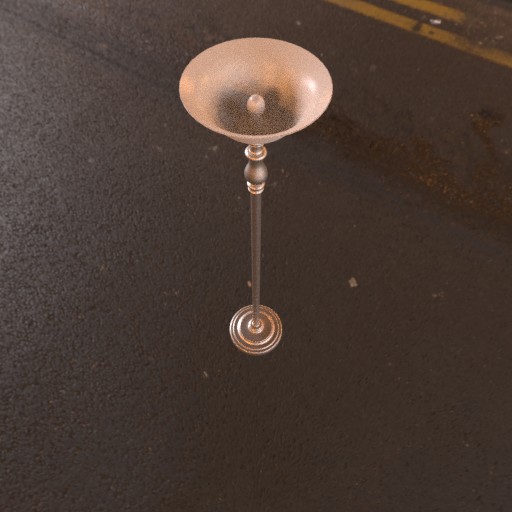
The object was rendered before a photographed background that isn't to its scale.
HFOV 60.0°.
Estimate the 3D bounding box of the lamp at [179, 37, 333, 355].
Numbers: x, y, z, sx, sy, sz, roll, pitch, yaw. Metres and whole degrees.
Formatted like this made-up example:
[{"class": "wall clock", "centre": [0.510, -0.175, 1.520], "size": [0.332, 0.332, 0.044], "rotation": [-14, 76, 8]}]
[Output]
[{"class": "lamp", "centre": [0.000, 0.000, 1.932], "size": [0.405, 1.771, 0.405], "rotation": [-14, 60, -8]}]
